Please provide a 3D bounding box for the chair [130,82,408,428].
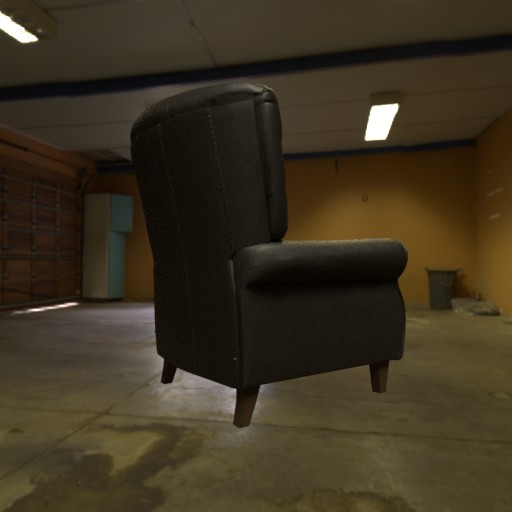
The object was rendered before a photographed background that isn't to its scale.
[{"bbox_3d":[0.000,0.000,1.935,1.058,1.158,0.948,1,-1,-34],"label":"chair"}]
